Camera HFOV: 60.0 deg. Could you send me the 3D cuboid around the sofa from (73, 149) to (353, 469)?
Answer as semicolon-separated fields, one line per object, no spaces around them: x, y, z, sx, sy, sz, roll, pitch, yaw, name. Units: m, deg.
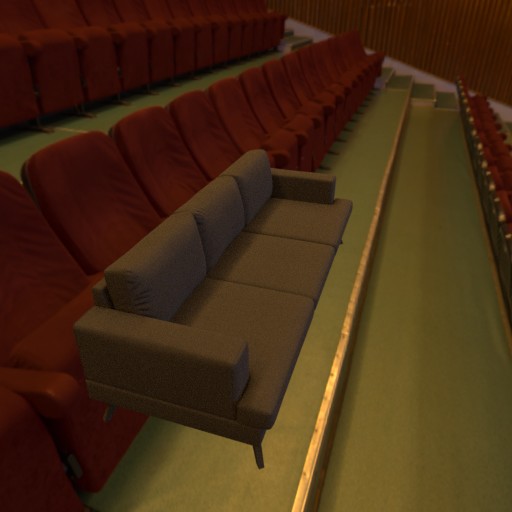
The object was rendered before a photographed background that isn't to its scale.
0.000;0.000;2.807;0.920;0.810;2.310;9;31;16;sofa
